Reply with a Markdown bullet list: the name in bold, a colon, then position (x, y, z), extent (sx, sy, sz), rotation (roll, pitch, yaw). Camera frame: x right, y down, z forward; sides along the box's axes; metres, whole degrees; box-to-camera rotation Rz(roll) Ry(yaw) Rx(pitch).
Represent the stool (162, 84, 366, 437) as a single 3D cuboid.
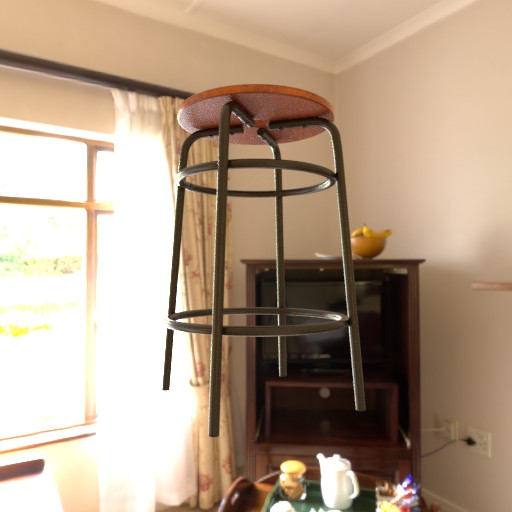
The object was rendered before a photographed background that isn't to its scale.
- **stool**: position (0.000, 0.000, 0.953), extent (0.455, 0.610, 0.455), rotation (-1, -2, 19)
